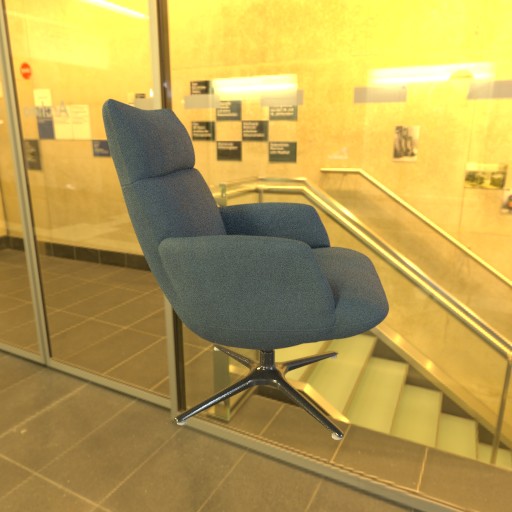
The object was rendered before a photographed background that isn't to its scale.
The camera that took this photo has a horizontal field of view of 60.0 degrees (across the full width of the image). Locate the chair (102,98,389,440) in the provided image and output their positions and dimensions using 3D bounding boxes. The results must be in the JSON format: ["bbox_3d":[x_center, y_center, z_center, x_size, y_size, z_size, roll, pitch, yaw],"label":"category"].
[{"bbox_3d":[0.000,0.000,1.555,0.889,1.016,0.711,2,15,8],"label":"chair"}]
